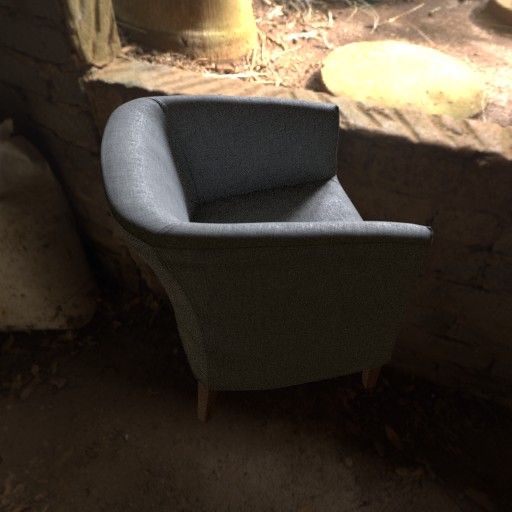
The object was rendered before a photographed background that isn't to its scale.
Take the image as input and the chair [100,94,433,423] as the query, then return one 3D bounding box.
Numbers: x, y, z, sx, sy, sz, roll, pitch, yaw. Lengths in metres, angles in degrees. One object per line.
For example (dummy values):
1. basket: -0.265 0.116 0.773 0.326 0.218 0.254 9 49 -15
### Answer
1. chair: 0.000 0.000 1.244 0.668 0.771 0.600 -10 47 -9
